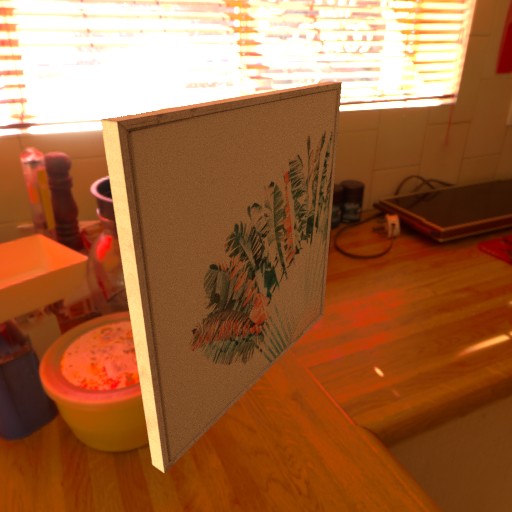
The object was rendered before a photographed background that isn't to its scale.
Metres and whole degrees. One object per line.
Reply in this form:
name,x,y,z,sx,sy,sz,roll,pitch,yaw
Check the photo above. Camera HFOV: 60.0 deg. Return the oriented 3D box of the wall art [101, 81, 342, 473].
wall art,0.000,0.000,1.104,0.038,0.757,0.760,17,31,31
